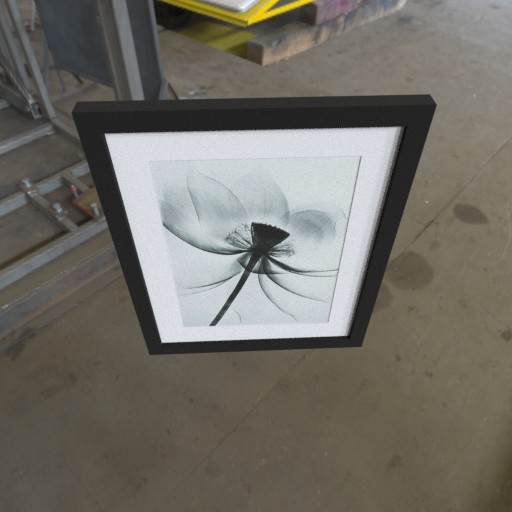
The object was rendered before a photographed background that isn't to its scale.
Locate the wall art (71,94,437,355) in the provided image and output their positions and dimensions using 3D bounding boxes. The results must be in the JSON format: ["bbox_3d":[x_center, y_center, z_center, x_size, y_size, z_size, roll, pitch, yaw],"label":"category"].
[{"bbox_3d":[0.000,0.000,0.764,0.457,0.559,0.029,-2,46,-2],"label":"wall art"}]
